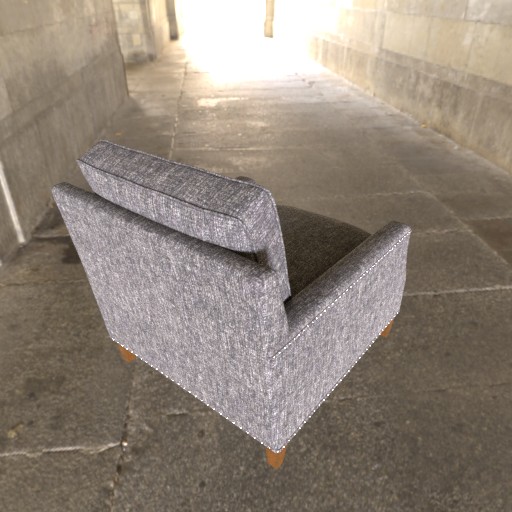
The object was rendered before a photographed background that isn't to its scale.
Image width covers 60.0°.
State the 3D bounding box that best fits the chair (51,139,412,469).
[{"bbox_3d":[0.000,0.000,1.663,0.853,0.943,1.014,22,38,33],"label":"chair"}]
